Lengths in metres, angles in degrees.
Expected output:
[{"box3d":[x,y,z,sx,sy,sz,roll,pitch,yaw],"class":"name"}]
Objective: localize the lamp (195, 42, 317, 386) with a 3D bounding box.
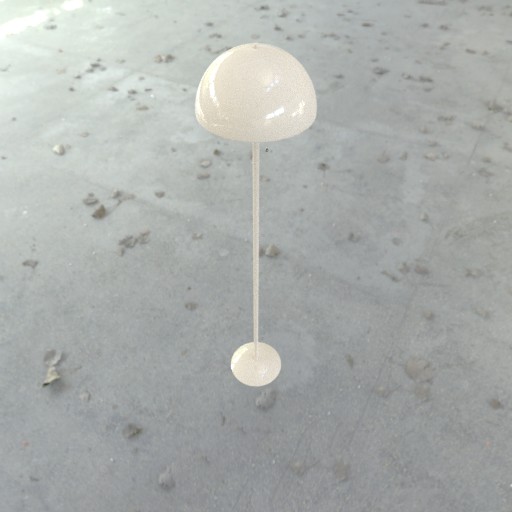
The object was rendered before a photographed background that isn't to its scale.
[{"box3d":[0.000,0.000,1.609,0.328,1.480,0.328,23,50,21],"class":"lamp"}]
